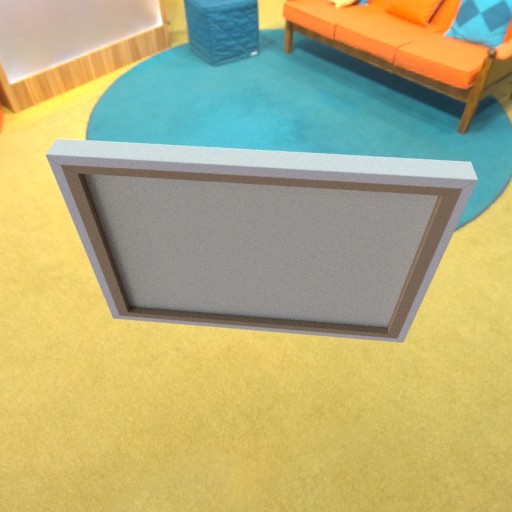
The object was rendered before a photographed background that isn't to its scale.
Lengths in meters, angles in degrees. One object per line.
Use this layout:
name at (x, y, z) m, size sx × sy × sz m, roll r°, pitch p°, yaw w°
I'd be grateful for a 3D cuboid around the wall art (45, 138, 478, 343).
wall art at (0.000, 0.000, 0.786) m, size 0.608 × 0.414 × 0.042 m, roll 4°, pitch 47°, yaw 4°
